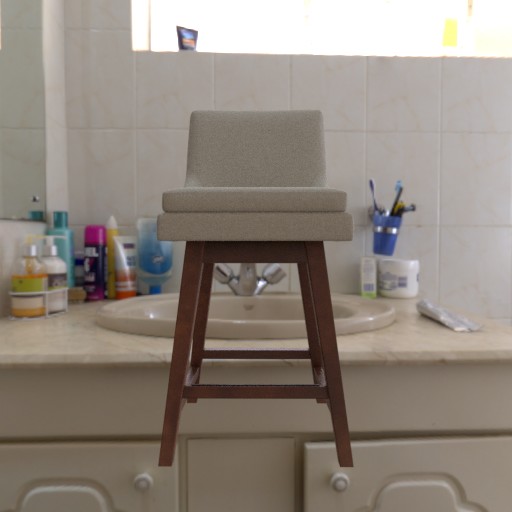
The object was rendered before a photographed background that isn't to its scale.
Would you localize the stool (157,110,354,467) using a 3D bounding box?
[{"bbox_3d":[0.000,0.000,1.298,0.469,0.991,0.559,0,2,0],"label":"stool"}]
